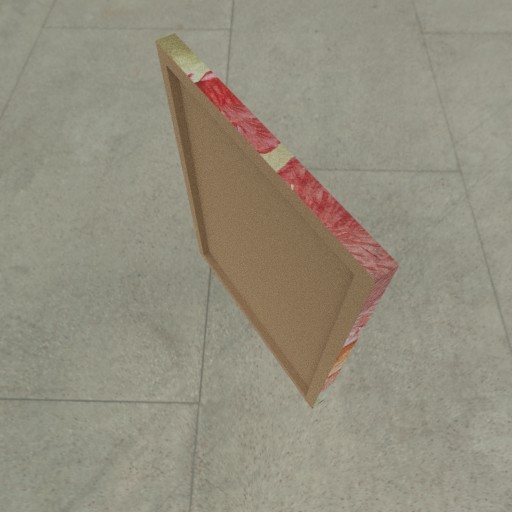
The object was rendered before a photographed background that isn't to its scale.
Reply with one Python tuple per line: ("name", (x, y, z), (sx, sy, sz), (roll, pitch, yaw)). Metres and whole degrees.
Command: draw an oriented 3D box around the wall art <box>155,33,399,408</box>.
("wall art", (0.000, 0.000, 0.686), (0.028, 0.508, 0.406), (-30, 64, -17))
